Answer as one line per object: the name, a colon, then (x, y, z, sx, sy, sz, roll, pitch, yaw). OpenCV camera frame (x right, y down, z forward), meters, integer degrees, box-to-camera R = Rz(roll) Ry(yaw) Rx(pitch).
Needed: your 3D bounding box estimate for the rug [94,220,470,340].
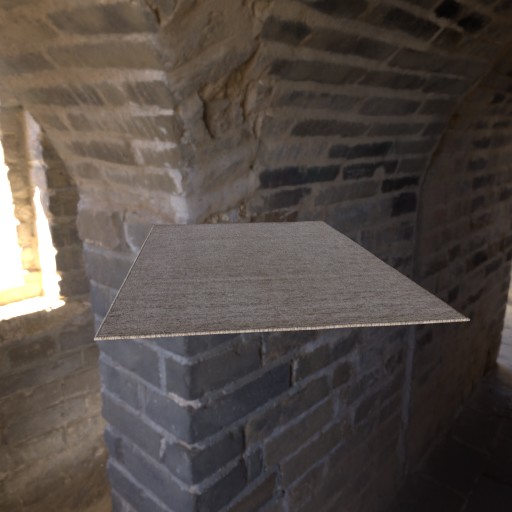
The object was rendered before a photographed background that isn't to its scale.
rug: (0.000, 0.000, 2.276, 1.211, 0.018, 1.822, -2, 15, -7)
